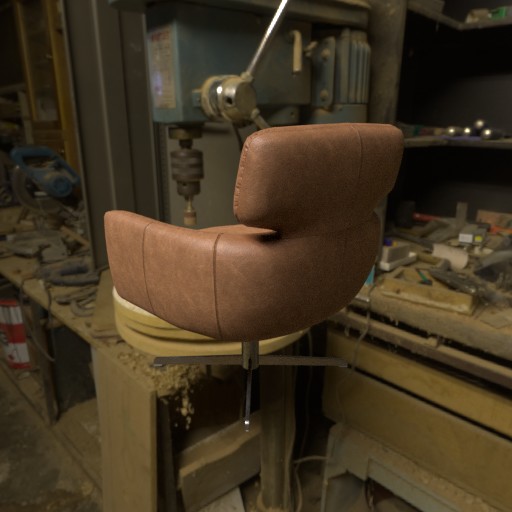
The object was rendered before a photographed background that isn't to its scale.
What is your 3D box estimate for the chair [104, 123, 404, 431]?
[{"bbox_3d":[0.000,0.000,1.396,0.706,0.812,0.715,-17,24,-42],"label":"chair"}]
